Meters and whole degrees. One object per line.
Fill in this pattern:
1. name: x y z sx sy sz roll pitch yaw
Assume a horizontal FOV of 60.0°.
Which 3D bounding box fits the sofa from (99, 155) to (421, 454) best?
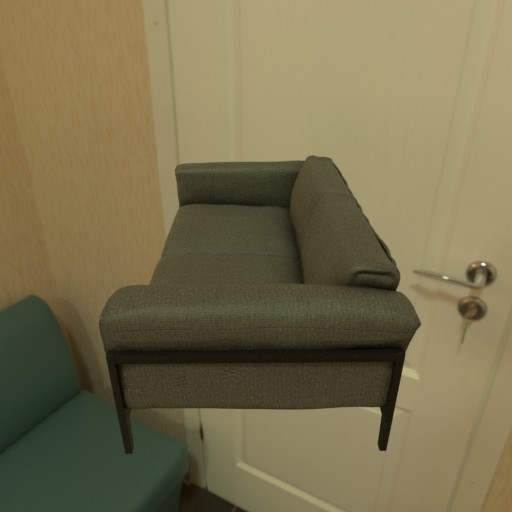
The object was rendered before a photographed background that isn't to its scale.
1. sofa: 0.000 0.000 2.124 0.960 0.656 1.690 0 28 -1
